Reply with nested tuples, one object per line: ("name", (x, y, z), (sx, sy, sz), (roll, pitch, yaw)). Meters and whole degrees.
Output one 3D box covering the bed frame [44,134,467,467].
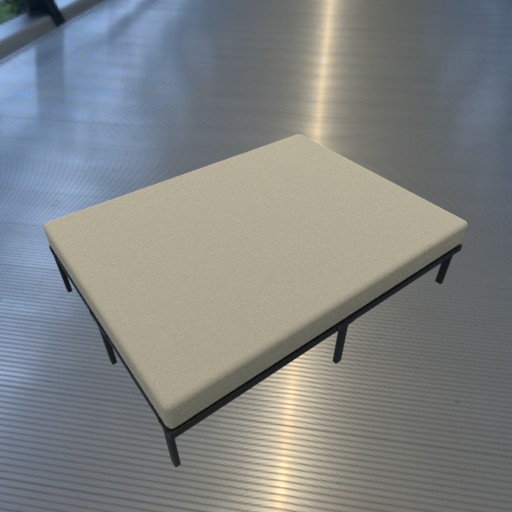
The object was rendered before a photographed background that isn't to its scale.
("bed frame", (0.000, 0.000, 3.588), (2.635, 0.680, 1.990), (-26, 47, -27))
